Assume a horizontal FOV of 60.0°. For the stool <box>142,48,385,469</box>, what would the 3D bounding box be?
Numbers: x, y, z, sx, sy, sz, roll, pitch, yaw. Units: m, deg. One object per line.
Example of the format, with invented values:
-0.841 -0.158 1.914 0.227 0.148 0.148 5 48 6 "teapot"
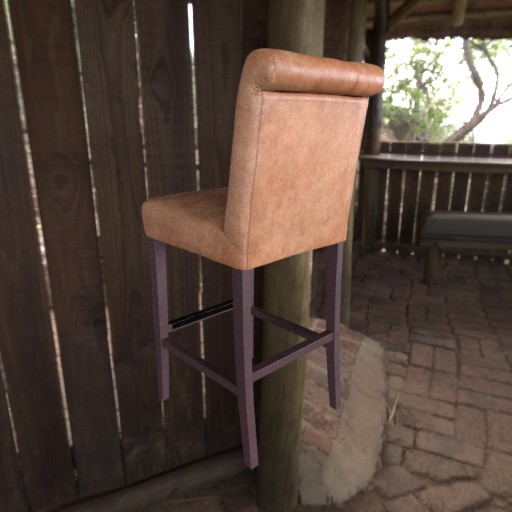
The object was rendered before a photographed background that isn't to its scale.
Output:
0.000 0.000 1.436 0.493 1.140 0.601 -15 23 -41 "stool"
